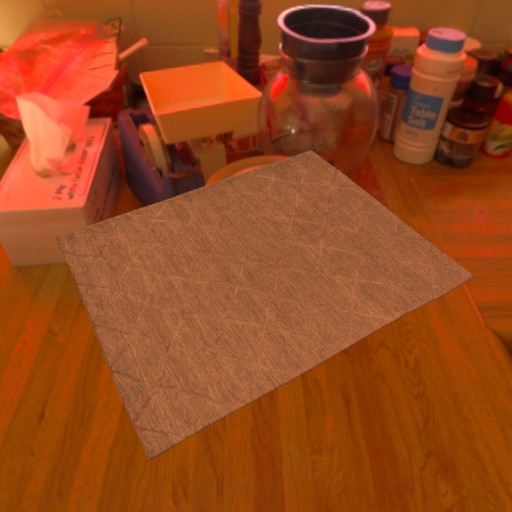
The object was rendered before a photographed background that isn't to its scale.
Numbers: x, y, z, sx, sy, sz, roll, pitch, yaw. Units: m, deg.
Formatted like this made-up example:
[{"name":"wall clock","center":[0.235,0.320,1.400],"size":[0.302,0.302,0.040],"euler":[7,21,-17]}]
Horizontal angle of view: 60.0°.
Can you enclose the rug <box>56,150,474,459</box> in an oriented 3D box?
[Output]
[{"name":"rug","center":[0.000,0.000,4.065],"size":[3.048,0.013,2.438],"euler":[-23,49,-22]}]
